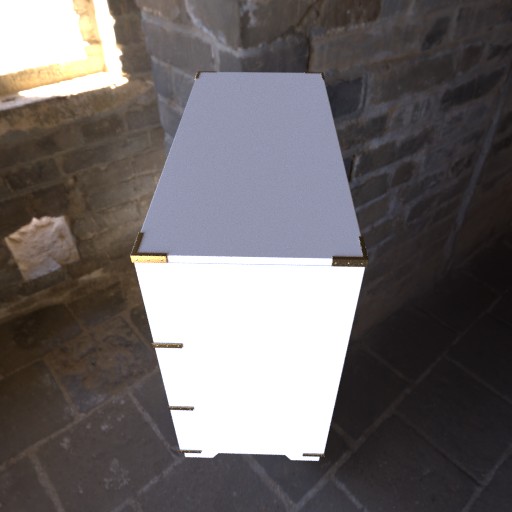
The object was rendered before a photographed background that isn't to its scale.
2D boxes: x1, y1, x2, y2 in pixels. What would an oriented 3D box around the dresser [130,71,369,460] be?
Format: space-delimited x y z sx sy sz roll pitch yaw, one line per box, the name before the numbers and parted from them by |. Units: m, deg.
dresser | 0.000 0.000 1.528 0.460 0.891 1.022 1 41 1
